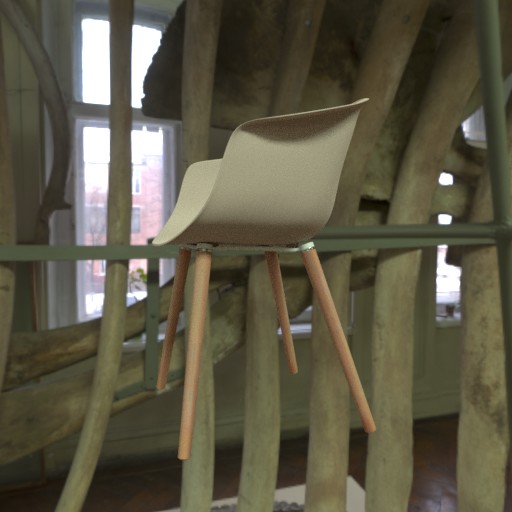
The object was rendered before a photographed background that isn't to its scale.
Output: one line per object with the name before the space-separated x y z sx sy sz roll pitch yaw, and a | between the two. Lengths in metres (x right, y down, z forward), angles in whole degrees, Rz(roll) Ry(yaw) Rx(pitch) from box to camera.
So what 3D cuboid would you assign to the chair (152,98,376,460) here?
chair | 0.000 0.000 1.122 0.504 0.781 0.593 -1 3 -18
